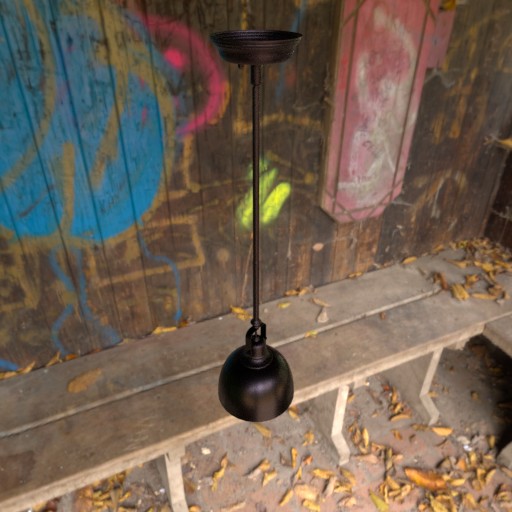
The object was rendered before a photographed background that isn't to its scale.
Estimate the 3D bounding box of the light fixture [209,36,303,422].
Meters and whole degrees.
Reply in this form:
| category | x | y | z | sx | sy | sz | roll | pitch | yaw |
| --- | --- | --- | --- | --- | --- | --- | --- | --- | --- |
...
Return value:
| category | x | y | z | sx | sy | sz | roll | pitch | yaw |
| --- | --- | --- | --- | --- | --- | --- | --- | --- | --- |
| light fixture | 0.000 | 0.000 | 0.855 | 0.182 | 0.768 | 0.182 | 22 | 39 | 31 |
